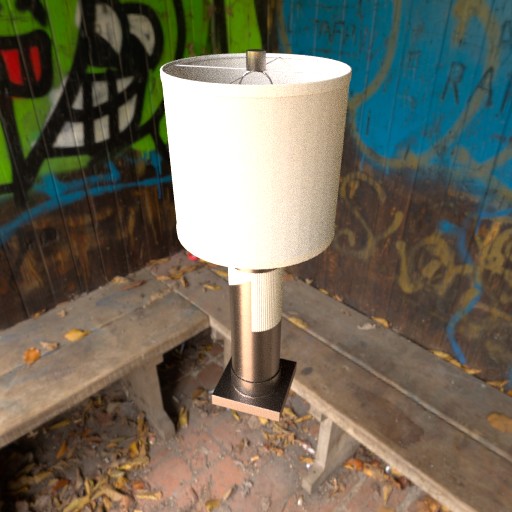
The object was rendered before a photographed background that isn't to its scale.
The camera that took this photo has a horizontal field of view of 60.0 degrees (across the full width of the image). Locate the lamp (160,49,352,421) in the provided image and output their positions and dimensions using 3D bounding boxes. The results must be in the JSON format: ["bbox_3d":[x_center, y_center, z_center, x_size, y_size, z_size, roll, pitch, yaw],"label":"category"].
[{"bbox_3d":[0.000,0.000,0.601,0.202,0.509,0.202,10,33,15],"label":"lamp"}]
